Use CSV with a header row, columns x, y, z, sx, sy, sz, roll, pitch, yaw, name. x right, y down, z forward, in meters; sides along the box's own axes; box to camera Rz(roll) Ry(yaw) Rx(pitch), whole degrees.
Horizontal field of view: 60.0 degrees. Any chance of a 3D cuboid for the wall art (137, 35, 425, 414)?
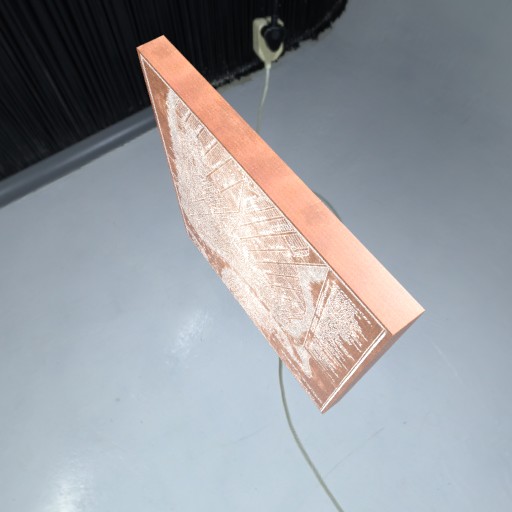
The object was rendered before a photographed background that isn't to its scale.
x,y,z,sx,sy,sz,roll,pitch,yaw,name
0.000,0.000,0.594,0.035,0.403,0.403,-33,67,-16,wall art
